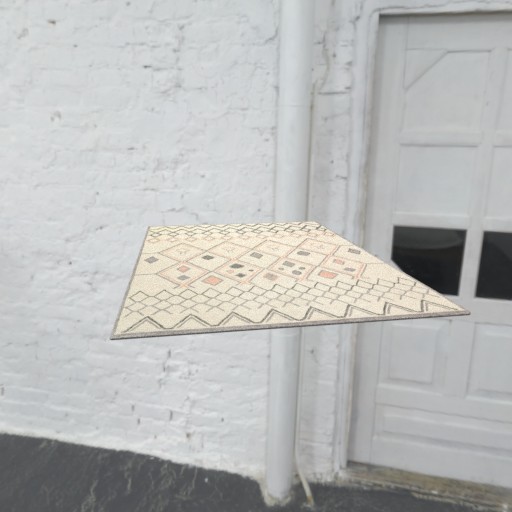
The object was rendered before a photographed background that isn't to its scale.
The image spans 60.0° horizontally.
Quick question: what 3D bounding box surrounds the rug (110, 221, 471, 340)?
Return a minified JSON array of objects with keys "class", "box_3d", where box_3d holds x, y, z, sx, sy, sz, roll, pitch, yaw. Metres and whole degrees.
[{"class":"rug","box_3d":[0.000,0.000,2.323,1.219,0.016,1.829,-2,15,-9]}]
